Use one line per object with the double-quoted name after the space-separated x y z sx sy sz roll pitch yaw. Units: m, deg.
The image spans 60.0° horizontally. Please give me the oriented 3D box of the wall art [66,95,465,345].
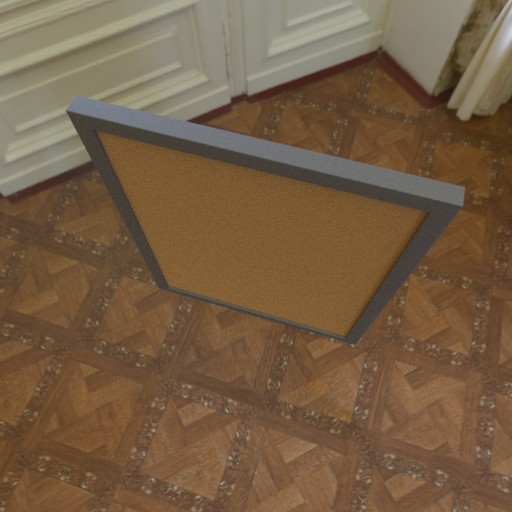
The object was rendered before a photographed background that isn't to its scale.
0.000 0.000 0.746 0.458 0.558 0.029 15 65 7 "wall art"
